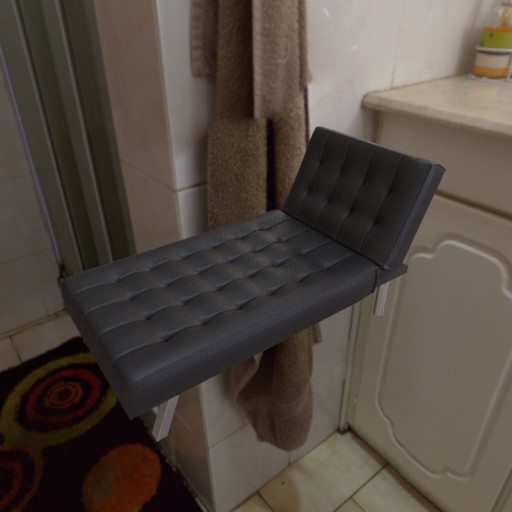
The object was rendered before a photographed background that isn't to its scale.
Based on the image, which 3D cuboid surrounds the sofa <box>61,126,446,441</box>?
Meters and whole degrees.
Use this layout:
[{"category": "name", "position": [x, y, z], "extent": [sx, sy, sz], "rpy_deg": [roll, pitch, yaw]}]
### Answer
[{"category": "sofa", "position": [0.000, 0.000, 2.010], "extent": [1.560, 0.820, 0.760], "rpy_deg": [-21, 37, -30]}]
